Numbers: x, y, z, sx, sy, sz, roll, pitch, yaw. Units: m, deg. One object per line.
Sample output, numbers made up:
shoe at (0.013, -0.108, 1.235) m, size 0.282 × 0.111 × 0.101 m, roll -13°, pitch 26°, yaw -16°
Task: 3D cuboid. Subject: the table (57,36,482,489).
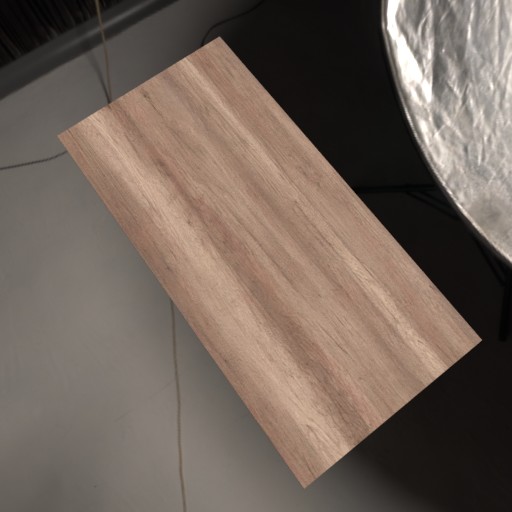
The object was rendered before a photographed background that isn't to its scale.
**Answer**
table at (0.000, 0.000, 2.261) m, size 0.900 × 0.790 × 1.800 m, roll -36°, pitch 78°, yaw -9°
